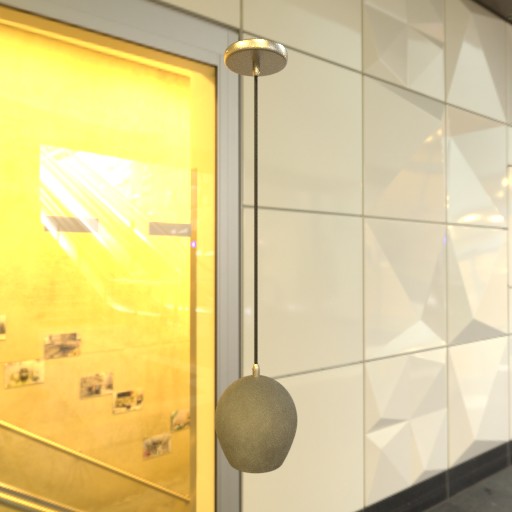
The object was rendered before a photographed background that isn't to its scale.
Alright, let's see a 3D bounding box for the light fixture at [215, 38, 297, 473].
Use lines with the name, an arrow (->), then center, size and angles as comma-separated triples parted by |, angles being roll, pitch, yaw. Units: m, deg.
light fixture -> 0.000, 0.000, 0.828 | 0.153, 0.760, 0.153 | -1, -1, 36
